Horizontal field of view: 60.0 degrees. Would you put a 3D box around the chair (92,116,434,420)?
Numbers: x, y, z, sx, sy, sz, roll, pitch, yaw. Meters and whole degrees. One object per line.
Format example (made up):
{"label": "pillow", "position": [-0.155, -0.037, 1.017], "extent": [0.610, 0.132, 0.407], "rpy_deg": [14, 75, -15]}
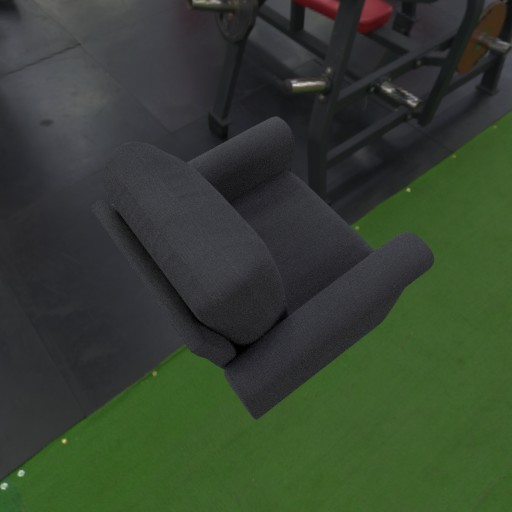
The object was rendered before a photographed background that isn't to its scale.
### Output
{"label": "chair", "position": [0.000, 0.000, 1.606], "extent": [0.828, 0.942, 0.867], "rpy_deg": [-32, 63, -19]}
